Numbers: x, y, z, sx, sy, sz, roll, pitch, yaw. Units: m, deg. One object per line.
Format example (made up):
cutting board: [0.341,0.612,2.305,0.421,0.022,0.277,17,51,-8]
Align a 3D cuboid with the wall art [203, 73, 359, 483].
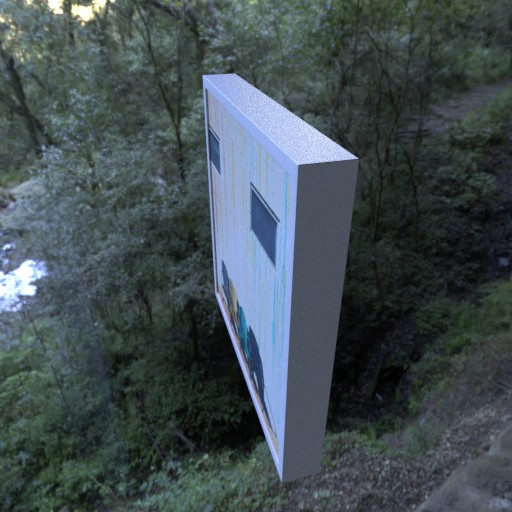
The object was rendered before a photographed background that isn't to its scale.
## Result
wall art: [0.000,0.000,0.458,0.038,0.305,0.305,-8,32,-14]
